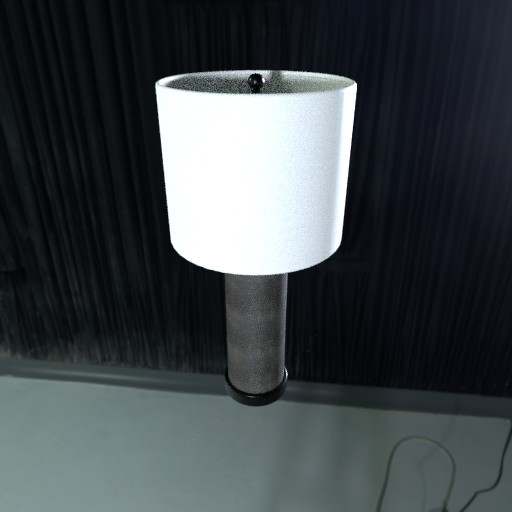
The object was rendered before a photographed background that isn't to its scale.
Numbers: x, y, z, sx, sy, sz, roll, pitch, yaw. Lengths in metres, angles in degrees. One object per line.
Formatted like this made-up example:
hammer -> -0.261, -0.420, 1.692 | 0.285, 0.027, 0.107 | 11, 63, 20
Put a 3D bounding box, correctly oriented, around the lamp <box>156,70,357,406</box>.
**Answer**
lamp -> 0.000, 0.000, 0.828 | 0.305, 0.634, 0.305 | 1, 28, 2
